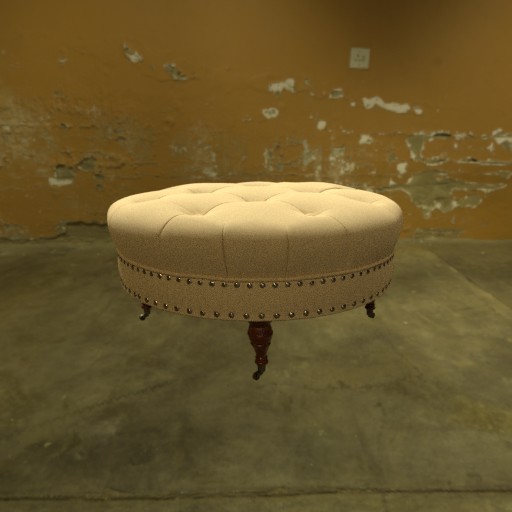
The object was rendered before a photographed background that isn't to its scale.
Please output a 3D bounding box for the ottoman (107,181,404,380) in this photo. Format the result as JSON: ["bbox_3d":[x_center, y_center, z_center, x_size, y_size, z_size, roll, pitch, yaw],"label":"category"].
[{"bbox_3d":[0.000,0.000,1.433,0.901,0.439,0.901,0,15,0],"label":"ottoman"}]
